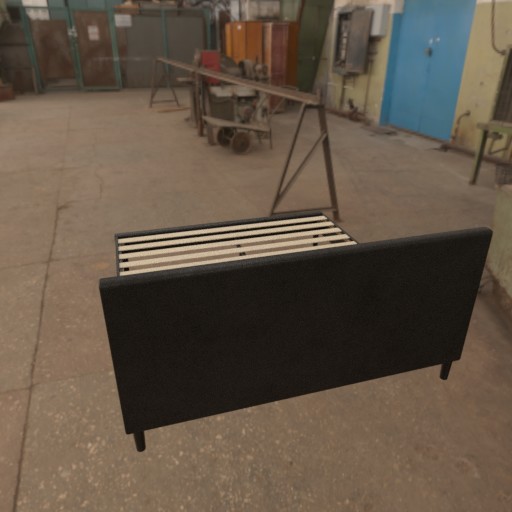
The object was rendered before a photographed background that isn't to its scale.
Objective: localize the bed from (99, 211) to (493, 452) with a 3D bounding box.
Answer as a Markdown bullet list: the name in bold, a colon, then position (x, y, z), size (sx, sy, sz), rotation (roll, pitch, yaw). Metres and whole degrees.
- **bed**: position (0.000, 0.000, 3.261), size (2.018, 1.046, 2.152), rotation (-8, 28, -15)
